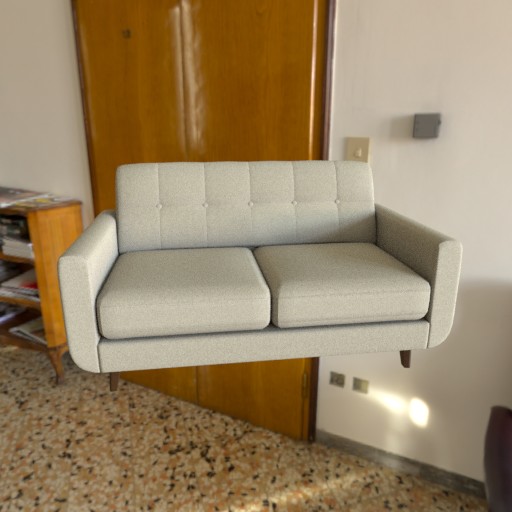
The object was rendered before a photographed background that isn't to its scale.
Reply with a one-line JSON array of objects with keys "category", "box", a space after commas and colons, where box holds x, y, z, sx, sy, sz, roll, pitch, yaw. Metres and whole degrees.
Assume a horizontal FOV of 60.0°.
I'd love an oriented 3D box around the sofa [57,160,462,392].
[{"category": "sofa", "box": [0.000, 0.000, 2.257, 1.655, 0.892, 0.980, -2, 17, -8]}]
